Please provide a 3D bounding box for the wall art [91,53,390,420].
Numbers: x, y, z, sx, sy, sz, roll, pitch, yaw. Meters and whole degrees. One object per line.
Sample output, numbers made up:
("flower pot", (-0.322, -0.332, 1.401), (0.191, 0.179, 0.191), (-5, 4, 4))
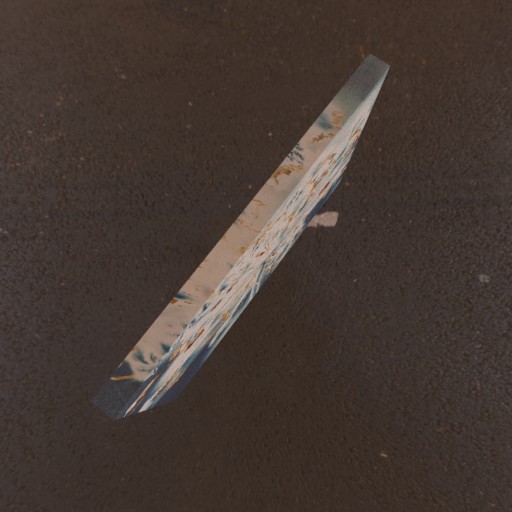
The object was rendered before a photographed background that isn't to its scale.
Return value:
("wall art", (0.000, 0.000, 0.782), (0.036, 0.405, 0.607), (36, 78, 9))
